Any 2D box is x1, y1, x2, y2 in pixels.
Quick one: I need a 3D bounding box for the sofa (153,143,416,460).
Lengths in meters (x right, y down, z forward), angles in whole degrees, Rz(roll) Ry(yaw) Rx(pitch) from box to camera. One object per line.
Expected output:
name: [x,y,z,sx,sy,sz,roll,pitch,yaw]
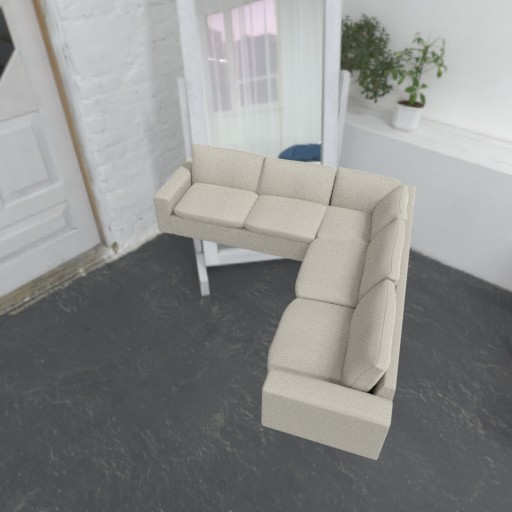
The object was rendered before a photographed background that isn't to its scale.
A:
sofa: [0.000,0.000,4.751,3.066,0.918,3.206,12,42,14]
